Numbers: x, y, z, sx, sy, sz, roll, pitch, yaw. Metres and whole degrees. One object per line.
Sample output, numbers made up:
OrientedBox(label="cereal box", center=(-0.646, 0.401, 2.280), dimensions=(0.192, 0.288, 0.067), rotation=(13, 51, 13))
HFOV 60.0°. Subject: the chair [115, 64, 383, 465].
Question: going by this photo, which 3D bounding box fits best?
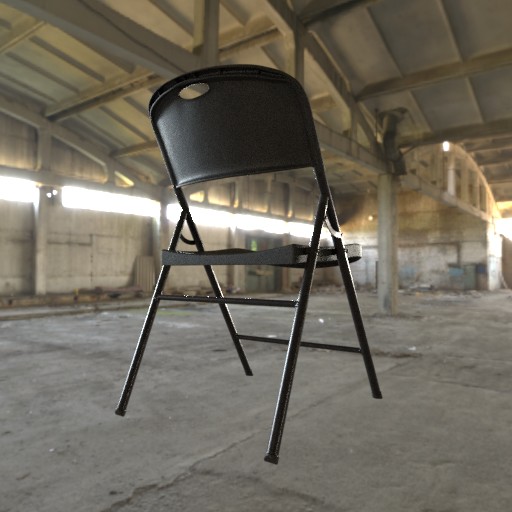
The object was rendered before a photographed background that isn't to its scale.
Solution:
OrientedBox(label="chair", center=(0.000, 0.000, 1.202), dimensions=(0.494, 0.810, 0.567), rotation=(-1, -2, 37))
